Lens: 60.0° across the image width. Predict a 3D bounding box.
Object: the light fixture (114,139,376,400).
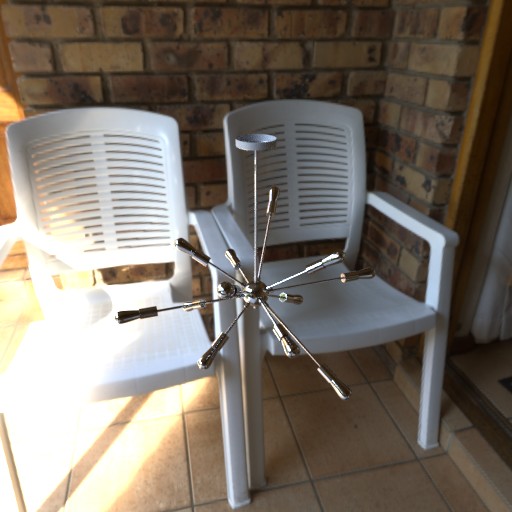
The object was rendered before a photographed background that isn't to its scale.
[{"bbox_3d":[0.000,0.000,1.063,0.684,0.558,0.509,-9,28,-17],"label":"light fixture"}]
